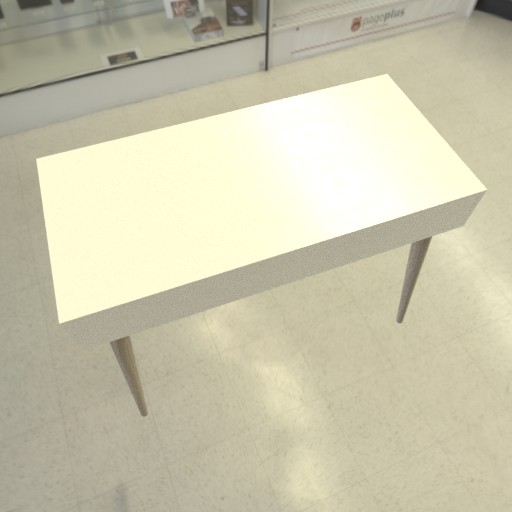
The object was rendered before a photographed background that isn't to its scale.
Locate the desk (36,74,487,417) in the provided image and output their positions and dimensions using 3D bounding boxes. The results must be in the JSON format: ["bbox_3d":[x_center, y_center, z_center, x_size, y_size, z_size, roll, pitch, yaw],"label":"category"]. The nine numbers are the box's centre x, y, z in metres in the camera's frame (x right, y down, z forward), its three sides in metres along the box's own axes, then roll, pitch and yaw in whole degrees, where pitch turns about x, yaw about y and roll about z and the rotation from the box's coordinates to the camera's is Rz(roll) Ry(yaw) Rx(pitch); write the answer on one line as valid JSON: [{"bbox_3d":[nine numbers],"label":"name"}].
[{"bbox_3d":[0.000,0.000,1.365,0.979,0.723,0.491,-17,59,-11],"label":"desk"}]
